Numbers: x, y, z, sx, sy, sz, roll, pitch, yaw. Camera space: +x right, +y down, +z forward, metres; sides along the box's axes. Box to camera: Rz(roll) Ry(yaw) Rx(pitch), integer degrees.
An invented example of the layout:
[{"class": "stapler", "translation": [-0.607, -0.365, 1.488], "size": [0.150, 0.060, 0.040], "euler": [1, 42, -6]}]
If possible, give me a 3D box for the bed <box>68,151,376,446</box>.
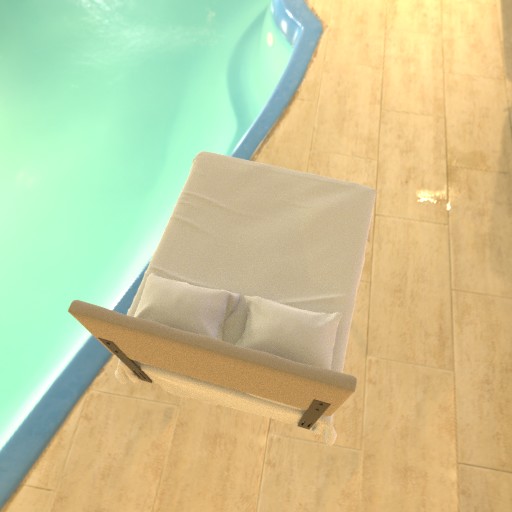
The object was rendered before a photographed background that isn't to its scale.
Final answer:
[{"class": "bed", "translation": [0.000, 0.000, 3.508], "size": [1.936, 1.577, 2.222], "euler": [14, 63, 7]}]
